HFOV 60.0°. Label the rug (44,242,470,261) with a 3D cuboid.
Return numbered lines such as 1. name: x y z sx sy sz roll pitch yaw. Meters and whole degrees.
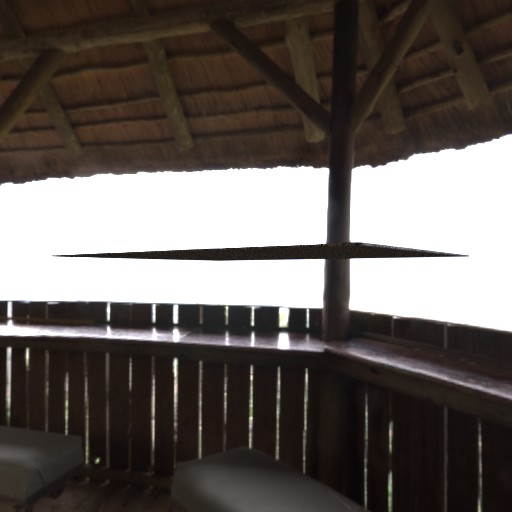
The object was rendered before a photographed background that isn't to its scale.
1. rug: 0.000 0.000 4.167 3.204 0.017 2.448 -1 -2 37
